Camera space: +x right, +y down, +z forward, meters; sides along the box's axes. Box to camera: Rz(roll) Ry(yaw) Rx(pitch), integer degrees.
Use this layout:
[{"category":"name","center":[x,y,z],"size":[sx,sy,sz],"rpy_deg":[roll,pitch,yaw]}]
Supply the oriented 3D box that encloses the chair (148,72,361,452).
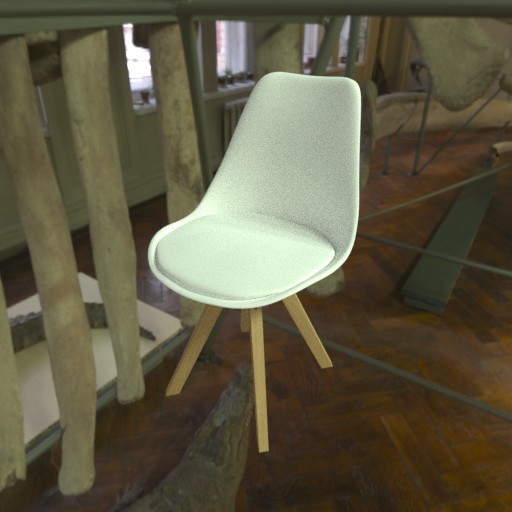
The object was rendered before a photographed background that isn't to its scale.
[{"category":"chair","center":[0.000,0.000,1.181],"size":[0.485,0.849,0.550],"rpy_deg":[19,34,30]}]
